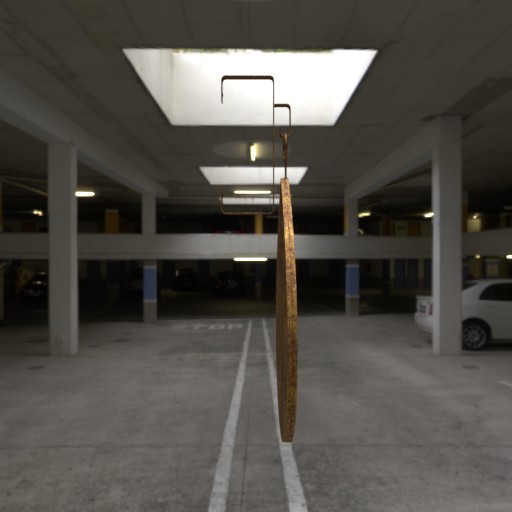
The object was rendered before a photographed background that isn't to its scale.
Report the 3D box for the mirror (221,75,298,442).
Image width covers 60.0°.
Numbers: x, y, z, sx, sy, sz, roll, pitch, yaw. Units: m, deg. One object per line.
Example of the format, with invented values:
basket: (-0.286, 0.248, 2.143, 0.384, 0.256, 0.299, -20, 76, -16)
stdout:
mirror: (0.000, 0.000, 0.924, 0.144, 0.744, 0.405, 0, 0, 0)
